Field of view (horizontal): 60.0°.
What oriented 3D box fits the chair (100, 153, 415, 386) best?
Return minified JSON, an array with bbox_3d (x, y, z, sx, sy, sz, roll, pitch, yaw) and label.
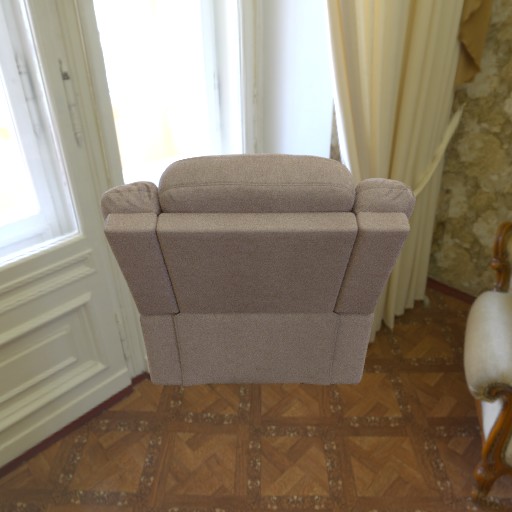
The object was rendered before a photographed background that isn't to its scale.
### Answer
[{"bbox_3d":[0.000,0.000,1.722,0.899,1.008,0.944,0,31,0],"label":"chair"}]
